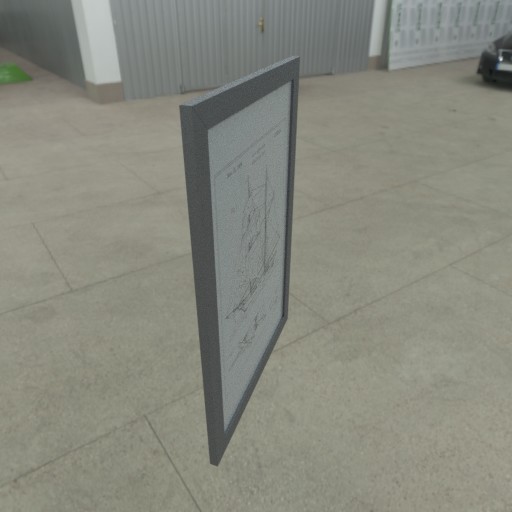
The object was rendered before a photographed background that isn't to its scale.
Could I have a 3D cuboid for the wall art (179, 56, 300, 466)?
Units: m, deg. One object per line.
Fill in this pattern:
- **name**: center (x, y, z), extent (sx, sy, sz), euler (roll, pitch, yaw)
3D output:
- **wall art**: center (0.000, 0.000, 0.694), extent (0.013, 0.534, 0.380), euler (11, 32, 17)
